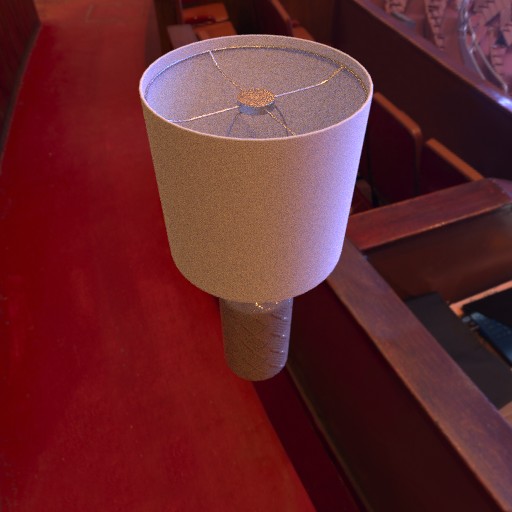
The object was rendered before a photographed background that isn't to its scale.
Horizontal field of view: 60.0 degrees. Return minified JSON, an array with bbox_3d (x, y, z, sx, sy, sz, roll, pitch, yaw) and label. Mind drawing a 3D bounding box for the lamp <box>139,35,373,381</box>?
[{"bbox_3d":[0.000,0.000,0.563,0.207,0.461,0.207,-22,50,-20],"label":"lamp"}]
